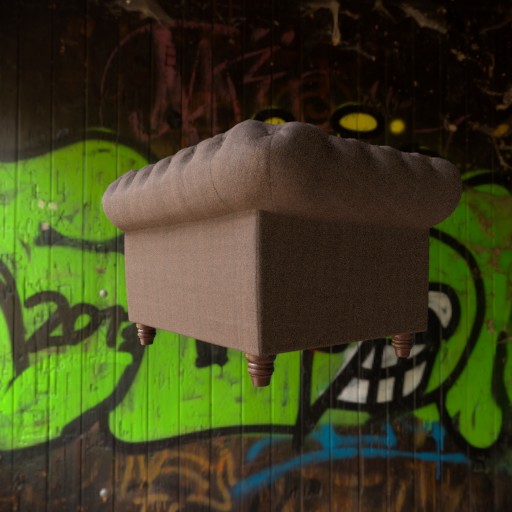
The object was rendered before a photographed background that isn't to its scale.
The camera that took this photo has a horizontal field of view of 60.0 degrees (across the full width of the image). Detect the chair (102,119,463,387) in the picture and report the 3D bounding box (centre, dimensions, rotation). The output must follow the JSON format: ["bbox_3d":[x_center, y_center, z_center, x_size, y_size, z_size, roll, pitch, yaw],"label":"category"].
[{"bbox_3d":[0.000,0.000,1.830,0.945,0.780,1.298,1,-1,-37],"label":"chair"}]
